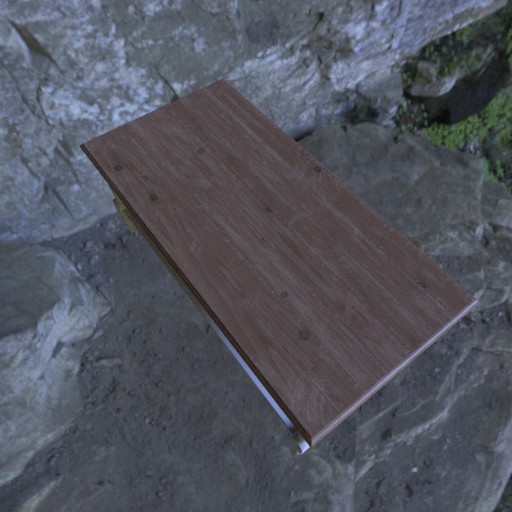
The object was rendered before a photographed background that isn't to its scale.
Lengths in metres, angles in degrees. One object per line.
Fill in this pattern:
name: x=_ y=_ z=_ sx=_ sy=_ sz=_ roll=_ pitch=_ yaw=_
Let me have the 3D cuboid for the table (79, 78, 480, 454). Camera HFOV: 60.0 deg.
table: x=0.000 y=0.000 z=1.441 sx=0.559 sy=0.458 sz=1.118 roll=-33 pitch=63 yaw=-19
